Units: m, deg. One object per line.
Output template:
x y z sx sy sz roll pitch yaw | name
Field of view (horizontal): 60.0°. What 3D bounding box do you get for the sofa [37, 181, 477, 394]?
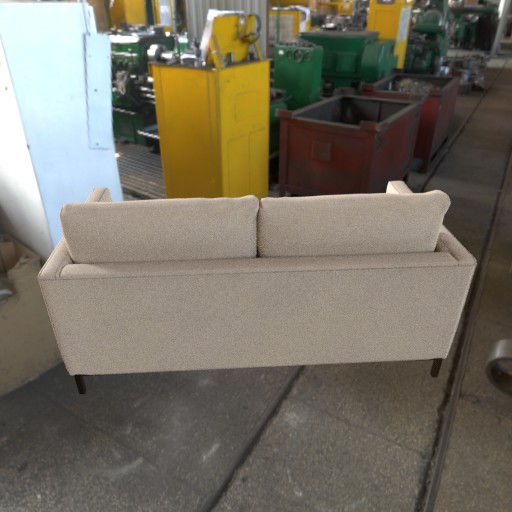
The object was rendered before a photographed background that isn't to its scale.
0.000 0.000 2.122 1.682 0.840 0.875 -2 31 -3 | sofa
